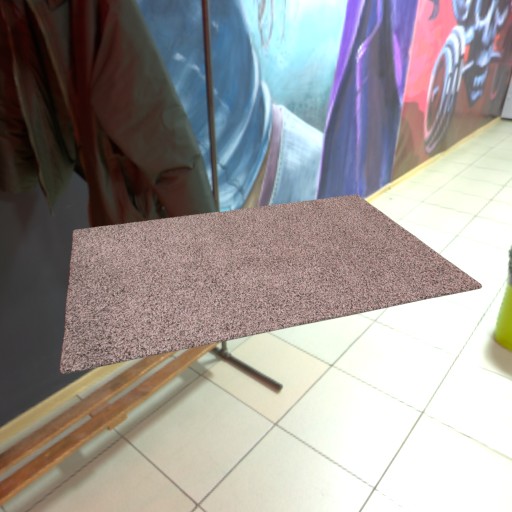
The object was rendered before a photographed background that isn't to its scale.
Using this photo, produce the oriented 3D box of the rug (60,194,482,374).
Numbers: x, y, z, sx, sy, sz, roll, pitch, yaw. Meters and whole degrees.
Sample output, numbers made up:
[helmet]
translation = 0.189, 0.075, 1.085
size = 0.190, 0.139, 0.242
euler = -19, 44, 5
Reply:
[rug]
translation = 0.000, 0.000, 3.442
size = 2.743, 0.030, 1.778
euler = -9, 31, -15
